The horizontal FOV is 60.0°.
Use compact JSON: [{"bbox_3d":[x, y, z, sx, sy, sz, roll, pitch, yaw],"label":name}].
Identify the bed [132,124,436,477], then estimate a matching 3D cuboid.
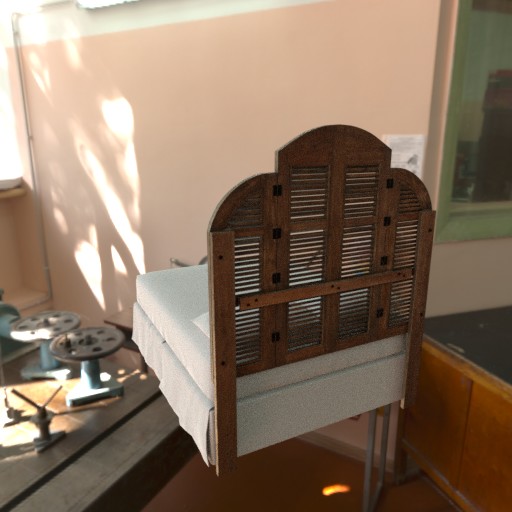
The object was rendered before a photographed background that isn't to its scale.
[{"bbox_3d":[0.000,0.000,3.633,1.713,2.019,2.138,-8,17,-26],"label":"bed"}]
